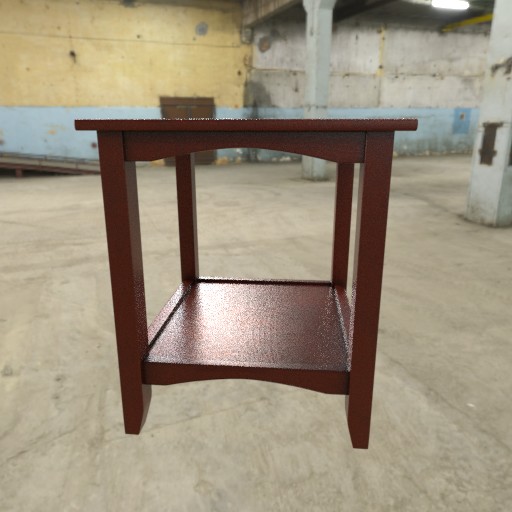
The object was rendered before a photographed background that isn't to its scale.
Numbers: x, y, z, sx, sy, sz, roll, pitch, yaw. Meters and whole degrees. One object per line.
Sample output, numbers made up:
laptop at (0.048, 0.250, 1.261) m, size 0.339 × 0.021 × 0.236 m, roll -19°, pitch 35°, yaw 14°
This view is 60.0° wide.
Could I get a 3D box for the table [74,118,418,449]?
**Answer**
table at (0.000, 0.000, 0.957) m, size 0.522 × 0.558 × 0.523 m, roll 2°, pitch 17°, yaw 7°
